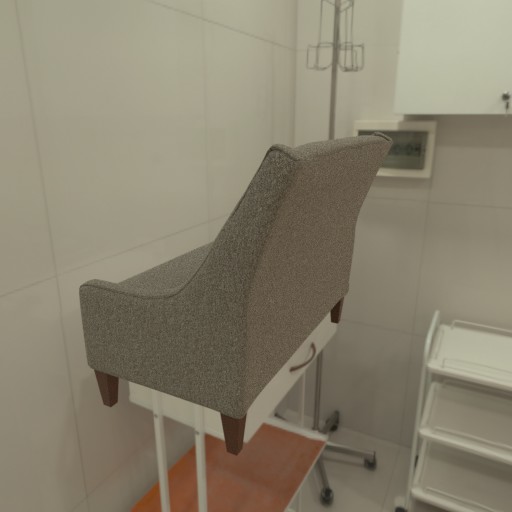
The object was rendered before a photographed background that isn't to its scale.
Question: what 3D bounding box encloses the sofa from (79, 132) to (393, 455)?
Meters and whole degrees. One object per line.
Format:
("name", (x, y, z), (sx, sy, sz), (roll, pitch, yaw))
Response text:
("sofa", (0.000, 0.000, 1.939), (0.862, 1.026, 1.242), (9, 19, 26))
